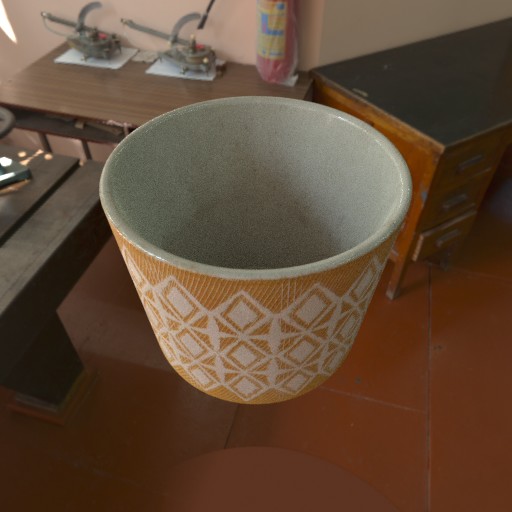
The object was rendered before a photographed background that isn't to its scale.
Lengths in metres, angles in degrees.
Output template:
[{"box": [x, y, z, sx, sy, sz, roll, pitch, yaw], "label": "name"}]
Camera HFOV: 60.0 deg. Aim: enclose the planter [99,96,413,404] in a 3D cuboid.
[{"box": [0.000, 0.000, 0.339, 0.193, 0.165, 0.193, 0, 45, 0], "label": "planter"}]
